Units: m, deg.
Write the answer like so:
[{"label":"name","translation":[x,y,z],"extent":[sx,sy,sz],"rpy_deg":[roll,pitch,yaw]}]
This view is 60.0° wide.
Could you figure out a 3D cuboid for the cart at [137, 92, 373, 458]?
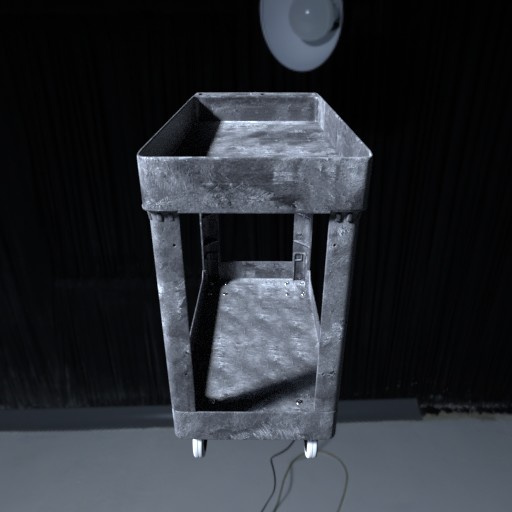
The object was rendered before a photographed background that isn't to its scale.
[{"label":"cart","translation":[0.000,0.000,1.330],"extent":[0.420,0.824,0.877],"rpy_deg":[0,27,0]}]
